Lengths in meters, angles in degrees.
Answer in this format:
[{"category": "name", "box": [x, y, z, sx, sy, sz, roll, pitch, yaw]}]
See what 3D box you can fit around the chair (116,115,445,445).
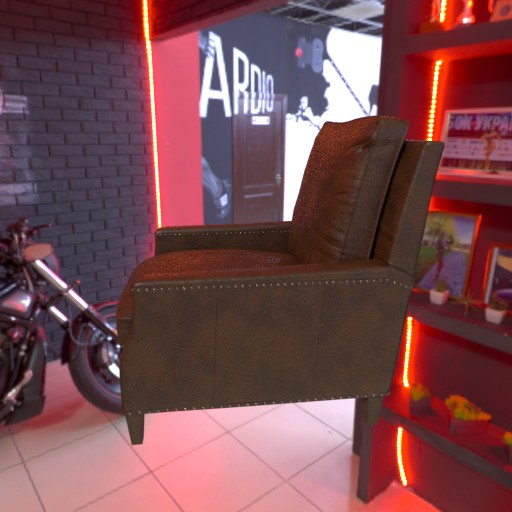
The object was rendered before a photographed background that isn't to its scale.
[{"category": "chair", "box": [0.000, 0.000, 1.770, 1.035, 1.054, 0.854, -2, 15, -7]}]
